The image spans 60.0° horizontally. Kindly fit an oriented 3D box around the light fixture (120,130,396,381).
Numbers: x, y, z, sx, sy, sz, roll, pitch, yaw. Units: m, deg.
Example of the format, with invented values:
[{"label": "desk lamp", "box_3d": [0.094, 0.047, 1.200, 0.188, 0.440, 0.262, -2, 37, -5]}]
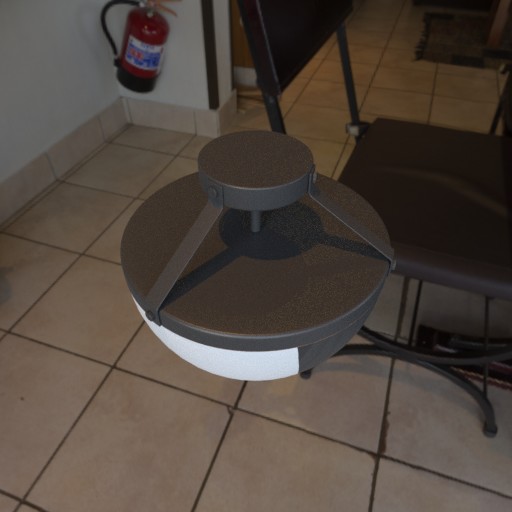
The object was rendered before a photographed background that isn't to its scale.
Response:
[{"label": "light fixture", "box_3d": [0.000, 0.000, 0.533, 0.304, 0.269, 0.304, 0, 42, 0]}]
